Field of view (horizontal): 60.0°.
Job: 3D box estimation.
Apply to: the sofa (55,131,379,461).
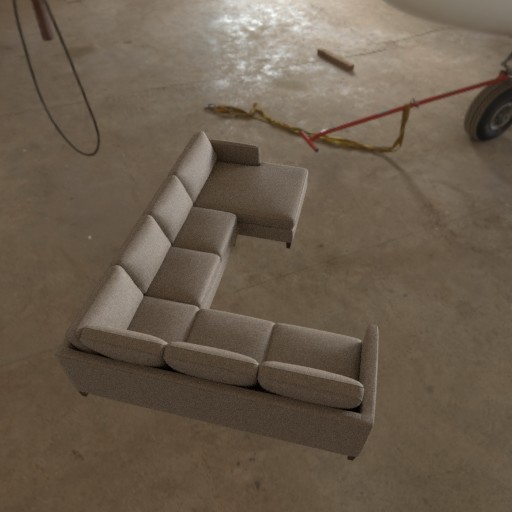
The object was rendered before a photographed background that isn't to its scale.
[{"bbox_3d":[0.000,0.000,4.632,2.551,0.889,3.403,10,47,9],"label":"sofa"}]
